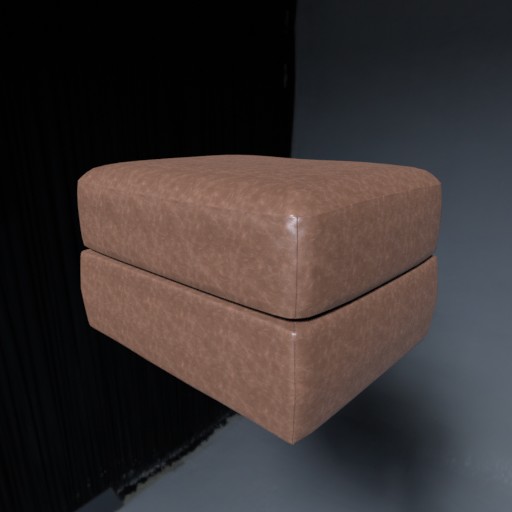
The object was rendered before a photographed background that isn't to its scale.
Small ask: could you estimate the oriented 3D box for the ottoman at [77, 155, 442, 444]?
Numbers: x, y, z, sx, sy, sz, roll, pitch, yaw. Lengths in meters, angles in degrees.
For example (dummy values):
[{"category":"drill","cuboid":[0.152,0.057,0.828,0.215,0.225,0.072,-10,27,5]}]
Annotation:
[{"category":"ottoman","cuboid":[0.000,0.000,1.132,0.751,0.476,0.603,15,22,40]}]
